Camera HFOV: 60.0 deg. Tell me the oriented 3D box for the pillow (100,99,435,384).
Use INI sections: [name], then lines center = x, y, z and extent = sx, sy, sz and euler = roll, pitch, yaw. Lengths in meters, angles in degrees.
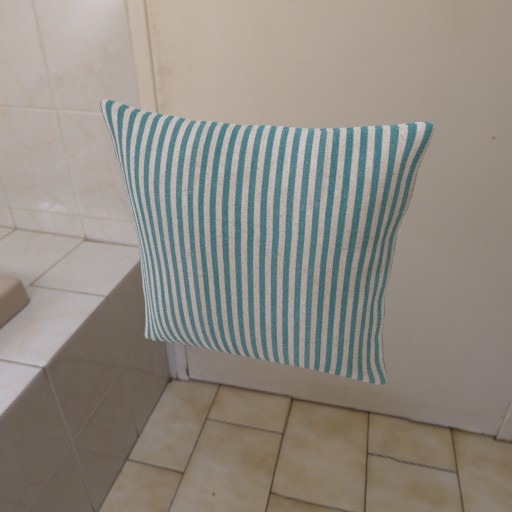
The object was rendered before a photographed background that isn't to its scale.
[pillow]
center = 0.000, 0.000, 0.792
extent = 0.523, 0.510, 0.166
euler = 8, 32, 14
